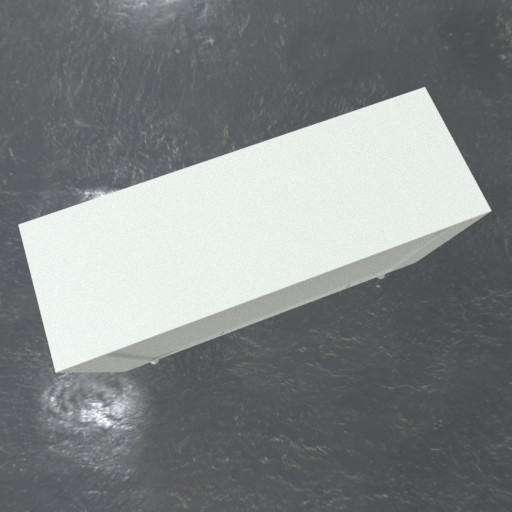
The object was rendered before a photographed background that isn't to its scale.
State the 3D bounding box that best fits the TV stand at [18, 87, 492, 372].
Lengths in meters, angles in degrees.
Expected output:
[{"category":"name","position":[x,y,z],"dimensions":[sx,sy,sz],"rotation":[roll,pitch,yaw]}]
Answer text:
[{"category":"TV stand","position":[0.000,0.000,1.572],"dimensions":[1.193,0.812,0.406],"rotation":[-20,76,-5]}]
